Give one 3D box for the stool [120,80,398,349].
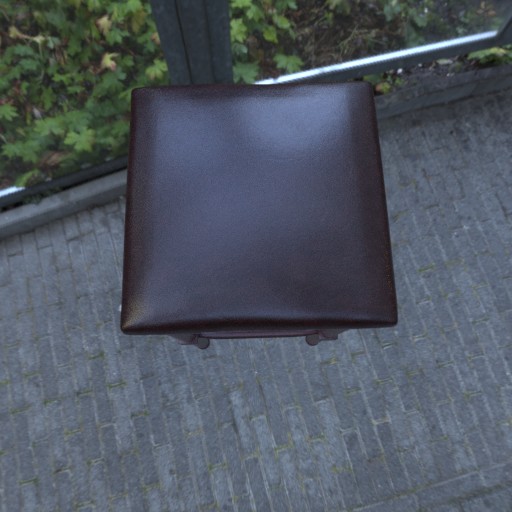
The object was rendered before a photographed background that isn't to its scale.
[{"bbox_3d":[0.000,0.000,0.965,0.382,0.768,0.383,-2,75,0],"label":"stool"}]
